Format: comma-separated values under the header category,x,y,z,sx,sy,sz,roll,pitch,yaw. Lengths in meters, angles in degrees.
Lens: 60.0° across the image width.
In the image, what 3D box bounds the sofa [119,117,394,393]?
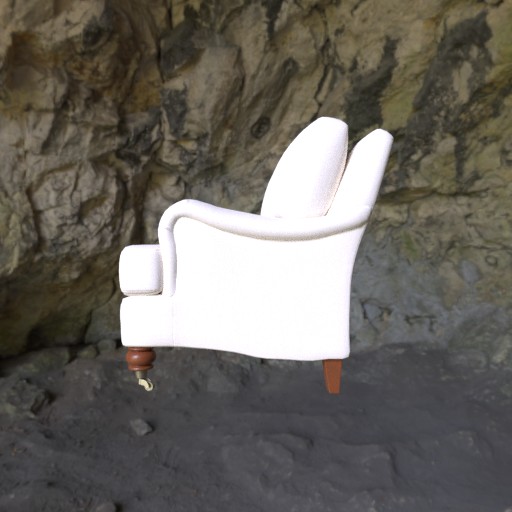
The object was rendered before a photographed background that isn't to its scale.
category,x,y,z,sx,sy,sz,roll,pitch,yaw
sofa,0.000,0.000,2.587,1.084,1.101,1.853,0,-1,0
